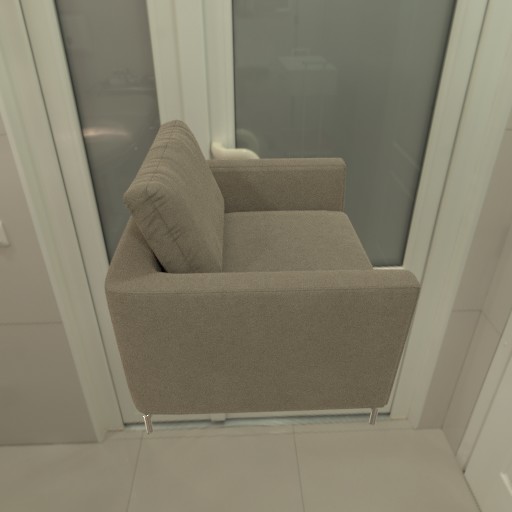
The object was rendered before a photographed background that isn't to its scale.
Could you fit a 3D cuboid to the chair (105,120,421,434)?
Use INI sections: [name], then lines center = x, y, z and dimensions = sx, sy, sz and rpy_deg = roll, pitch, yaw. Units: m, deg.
[chair]
center = 0.000, 0.000, 1.696
dimensions = 0.889, 0.864, 1.041
rpy_deg = -1, 32, -2
